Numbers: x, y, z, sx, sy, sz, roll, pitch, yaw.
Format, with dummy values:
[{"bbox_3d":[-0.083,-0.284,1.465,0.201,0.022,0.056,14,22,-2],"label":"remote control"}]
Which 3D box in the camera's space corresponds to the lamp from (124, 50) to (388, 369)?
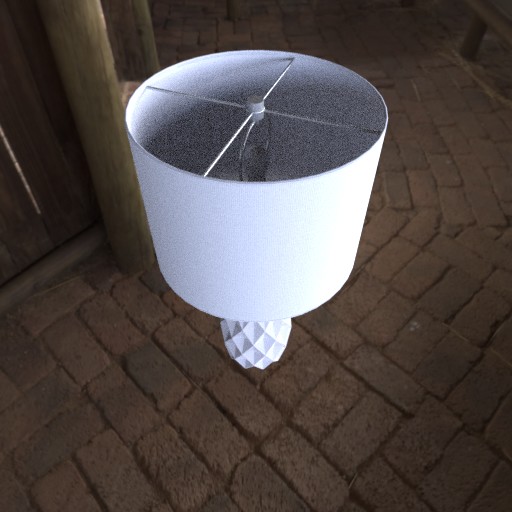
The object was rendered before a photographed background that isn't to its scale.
[{"bbox_3d":[0.000,0.000,0.696,0.297,0.522,0.297,0,47,0],"label":"lamp"}]
